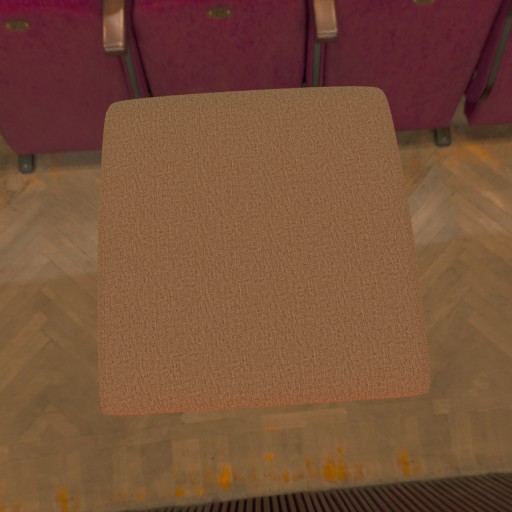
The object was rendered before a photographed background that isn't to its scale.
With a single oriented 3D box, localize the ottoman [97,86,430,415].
[{"bbox_3d":[0.000,0.000,1.041,0.649,0.398,0.650,-4,76,-1],"label":"ottoman"}]
